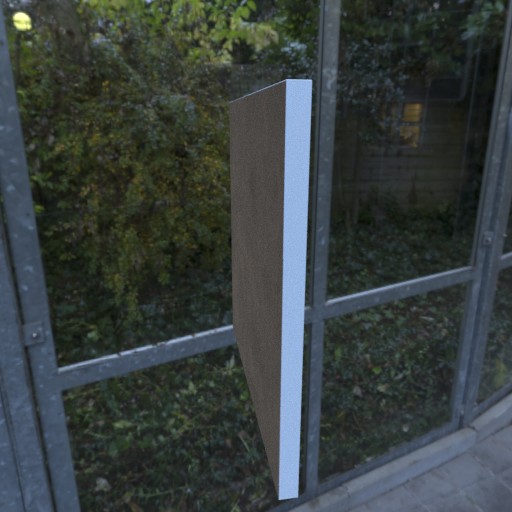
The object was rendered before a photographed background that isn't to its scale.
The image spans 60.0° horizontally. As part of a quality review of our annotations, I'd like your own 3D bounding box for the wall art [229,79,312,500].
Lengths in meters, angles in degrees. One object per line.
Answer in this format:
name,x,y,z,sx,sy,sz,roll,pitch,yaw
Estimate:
wall art,0.000,0.000,0.664,0.023,0.453,0.455,-3,17,-9
